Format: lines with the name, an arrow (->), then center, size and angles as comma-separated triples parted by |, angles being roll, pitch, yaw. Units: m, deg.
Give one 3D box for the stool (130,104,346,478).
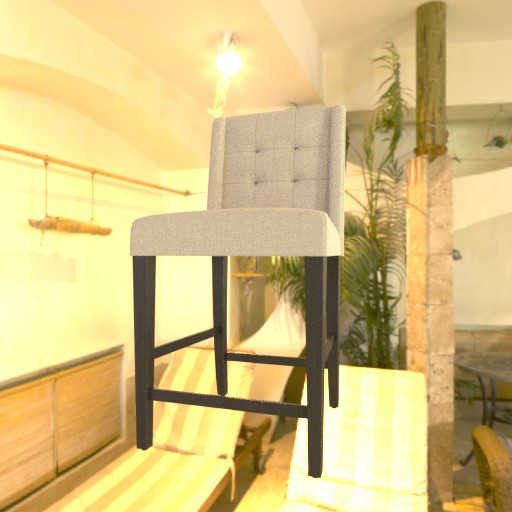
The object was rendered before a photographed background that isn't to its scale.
stool -> 0.000, 0.000, 1.226 | 0.474, 0.939, 0.509 | 0, 0, 18
